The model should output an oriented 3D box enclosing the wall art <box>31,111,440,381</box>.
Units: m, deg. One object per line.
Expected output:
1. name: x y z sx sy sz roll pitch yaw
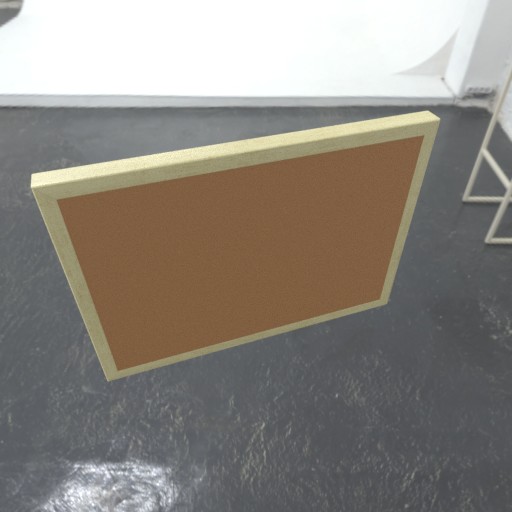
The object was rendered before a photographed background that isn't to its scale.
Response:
1. wall art: 0.000 0.000 0.688 0.533 0.381 0.032 -13 43 -14
